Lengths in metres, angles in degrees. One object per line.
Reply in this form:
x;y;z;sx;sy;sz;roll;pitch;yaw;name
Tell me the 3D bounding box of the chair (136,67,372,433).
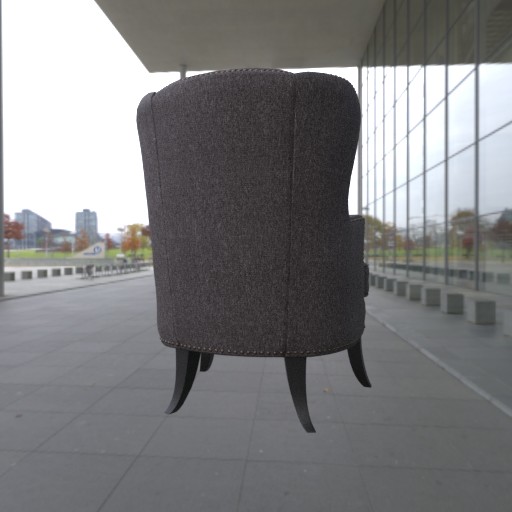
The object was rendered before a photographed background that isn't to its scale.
0.000;0.000;1.595;0.759;1.060;0.758;0;0;19;chair
